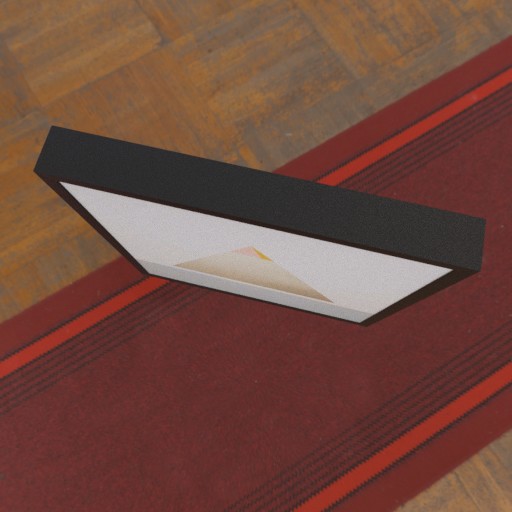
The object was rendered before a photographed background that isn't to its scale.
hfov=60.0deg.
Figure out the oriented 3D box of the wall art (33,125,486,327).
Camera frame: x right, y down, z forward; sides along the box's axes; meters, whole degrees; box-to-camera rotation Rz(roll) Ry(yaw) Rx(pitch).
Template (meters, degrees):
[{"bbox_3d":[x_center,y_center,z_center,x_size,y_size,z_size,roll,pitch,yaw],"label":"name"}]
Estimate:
[{"bbox_3d":[0.000,0.000,0.443,0.304,0.303,0.037,13,75,4],"label":"wall art"}]
